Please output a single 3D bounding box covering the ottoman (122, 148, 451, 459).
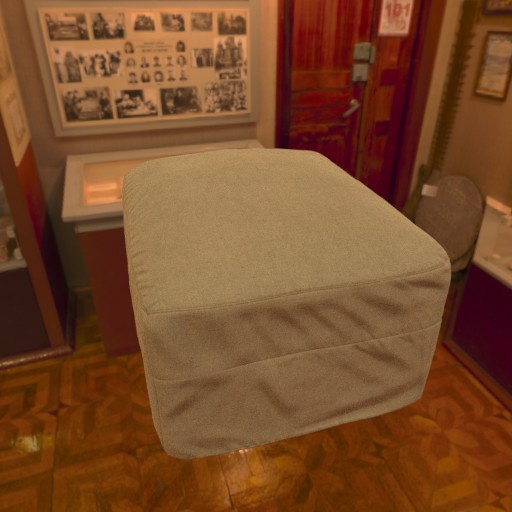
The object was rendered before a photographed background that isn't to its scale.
[{"bbox_3d":[0.000,0.000,1.237,0.683,0.481,0.837,-8,31,-14],"label":"ottoman"}]
